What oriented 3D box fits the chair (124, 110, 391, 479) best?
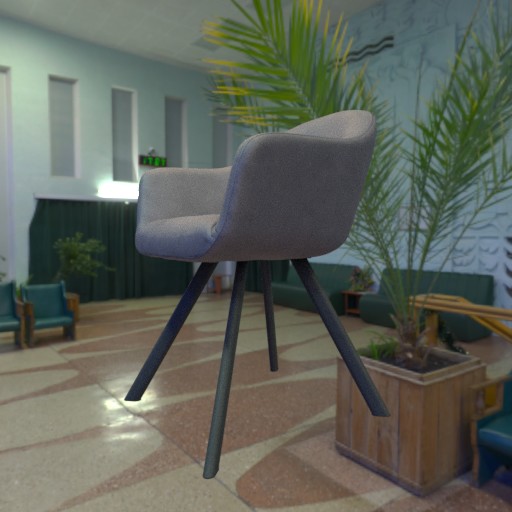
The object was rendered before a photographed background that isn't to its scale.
[{"bbox_3d":[0.000,0.000,1.135,0.544,0.781,0.567,-2,3,-34],"label":"chair"}]
